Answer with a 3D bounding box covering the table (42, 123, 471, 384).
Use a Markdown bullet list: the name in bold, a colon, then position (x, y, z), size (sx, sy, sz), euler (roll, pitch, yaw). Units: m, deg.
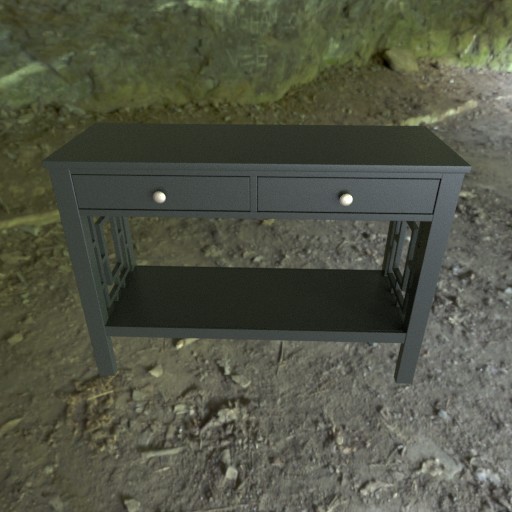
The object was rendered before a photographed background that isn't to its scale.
- **table**: position (0.000, 0.000, 1.451), size (1.068, 0.753, 0.397), euler (1, 31, 2)
